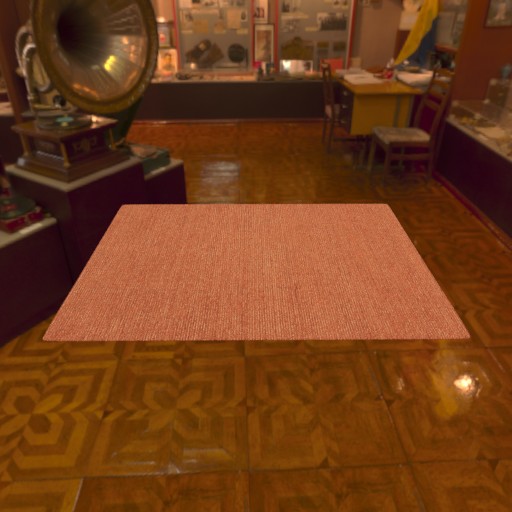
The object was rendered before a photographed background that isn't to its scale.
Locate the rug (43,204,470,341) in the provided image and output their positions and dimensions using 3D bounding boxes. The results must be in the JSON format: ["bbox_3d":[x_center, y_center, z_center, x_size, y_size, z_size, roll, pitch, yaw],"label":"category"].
[{"bbox_3d":[0.000,0.000,2.847,2.112,0.009,1.594,0,31,0],"label":"rug"}]
